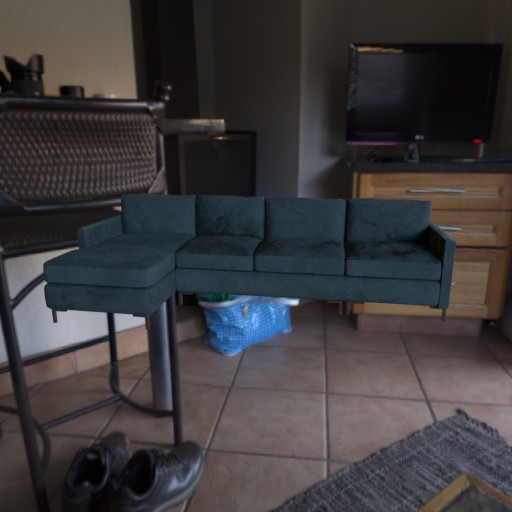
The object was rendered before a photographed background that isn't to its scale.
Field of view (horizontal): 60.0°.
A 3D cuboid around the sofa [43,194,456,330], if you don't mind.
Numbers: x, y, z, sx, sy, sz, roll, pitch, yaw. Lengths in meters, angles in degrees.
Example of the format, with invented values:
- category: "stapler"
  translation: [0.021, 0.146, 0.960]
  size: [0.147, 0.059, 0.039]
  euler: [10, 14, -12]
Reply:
- category: "sofa"
  translation: [0.000, 0.000, 4.110]
  size: [3.400, 0.967, 1.500]
  euler: [3, 15, 10]
